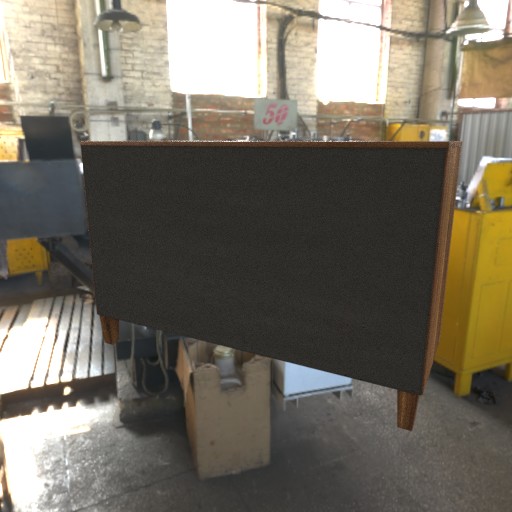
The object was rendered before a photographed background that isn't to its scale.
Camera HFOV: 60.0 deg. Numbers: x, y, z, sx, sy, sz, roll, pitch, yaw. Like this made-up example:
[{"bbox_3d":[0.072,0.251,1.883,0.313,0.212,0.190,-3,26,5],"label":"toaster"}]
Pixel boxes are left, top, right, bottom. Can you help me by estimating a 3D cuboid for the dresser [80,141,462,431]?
[{"bbox_3d":[0.000,0.000,1.778,1.387,0.892,0.438,8,17,27],"label":"dresser"}]
